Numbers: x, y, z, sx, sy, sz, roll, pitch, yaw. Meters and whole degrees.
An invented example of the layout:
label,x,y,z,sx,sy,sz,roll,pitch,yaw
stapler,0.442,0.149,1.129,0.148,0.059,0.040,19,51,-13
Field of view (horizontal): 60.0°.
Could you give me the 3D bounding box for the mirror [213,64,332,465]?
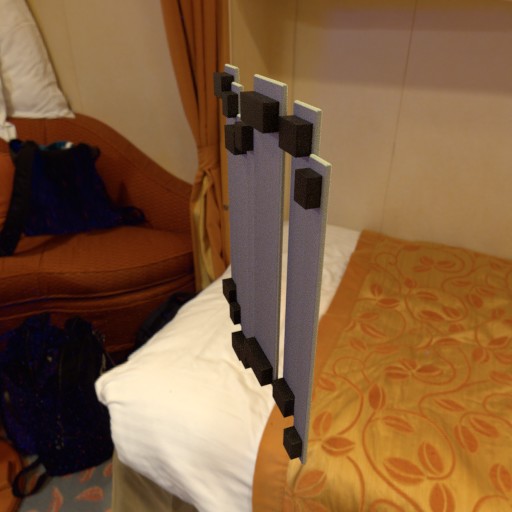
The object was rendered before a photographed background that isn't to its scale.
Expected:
label,x,y,z,sx,sy,sz,roll,pitch,yaw
mirror,0.000,0.000,0.799,0.058,0.611,0.445,-11,31,-18
